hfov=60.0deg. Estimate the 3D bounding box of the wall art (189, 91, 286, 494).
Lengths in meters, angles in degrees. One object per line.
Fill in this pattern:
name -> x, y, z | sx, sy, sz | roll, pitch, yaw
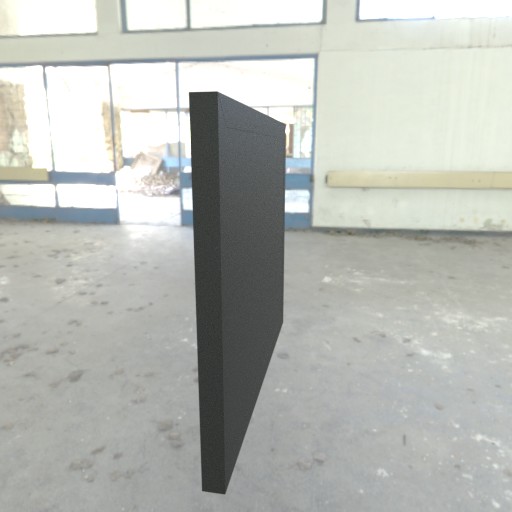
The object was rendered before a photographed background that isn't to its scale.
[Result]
wall art -> 0.000, 0.000, 0.748 | 0.029, 0.457, 0.558 | 2, 14, 10
